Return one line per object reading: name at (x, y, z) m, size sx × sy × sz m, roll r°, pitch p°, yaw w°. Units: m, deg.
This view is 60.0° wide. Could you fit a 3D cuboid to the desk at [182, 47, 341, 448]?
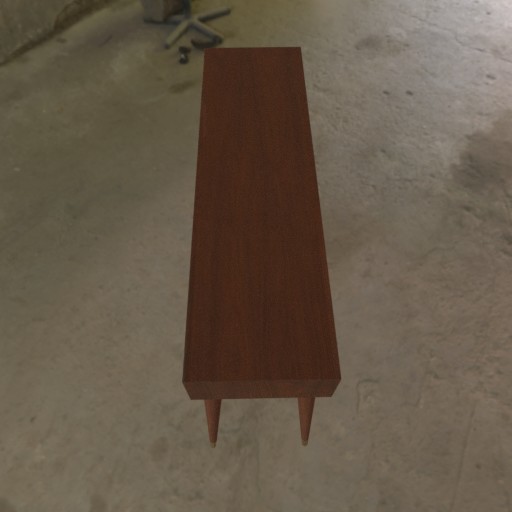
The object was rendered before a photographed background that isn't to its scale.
desk at (0.000, 0.000, 1.666) m, size 0.384 × 0.917 × 1.204 m, roll -1°, pitch 58°, yaw -1°
